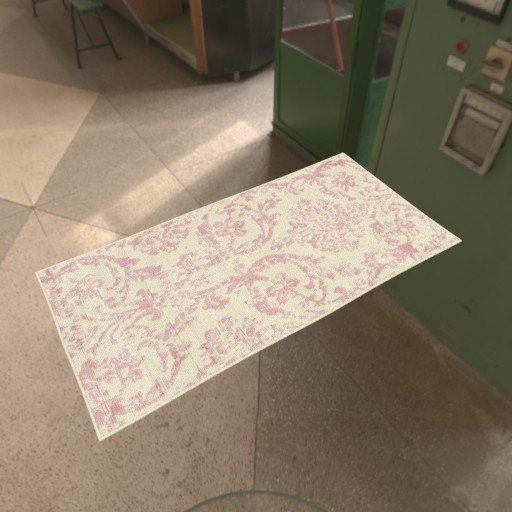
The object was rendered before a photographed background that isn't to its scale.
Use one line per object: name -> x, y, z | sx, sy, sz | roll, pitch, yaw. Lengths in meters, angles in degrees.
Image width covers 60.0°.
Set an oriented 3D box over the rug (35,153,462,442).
rug -> 0.000, 0.000, 1.402 | 1.219, 0.007, 0.604 | -25, 51, -22
